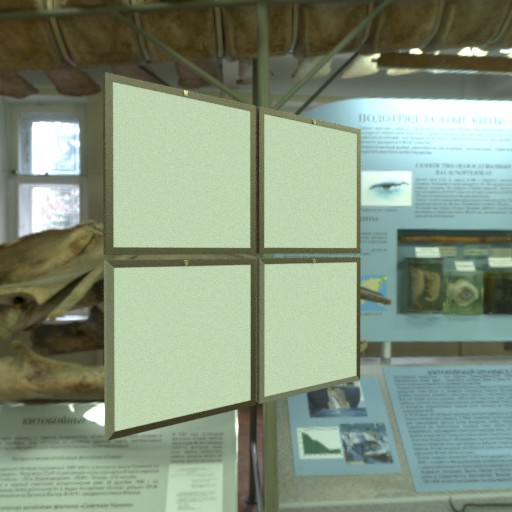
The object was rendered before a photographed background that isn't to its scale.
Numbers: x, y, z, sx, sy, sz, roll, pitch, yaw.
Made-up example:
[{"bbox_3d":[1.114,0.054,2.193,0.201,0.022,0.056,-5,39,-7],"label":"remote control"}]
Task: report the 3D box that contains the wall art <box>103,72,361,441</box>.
[{"bbox_3d":[0.000,0.000,1.540,1.032,1.032,0.030,0,1,-35],"label":"wall art"}]
